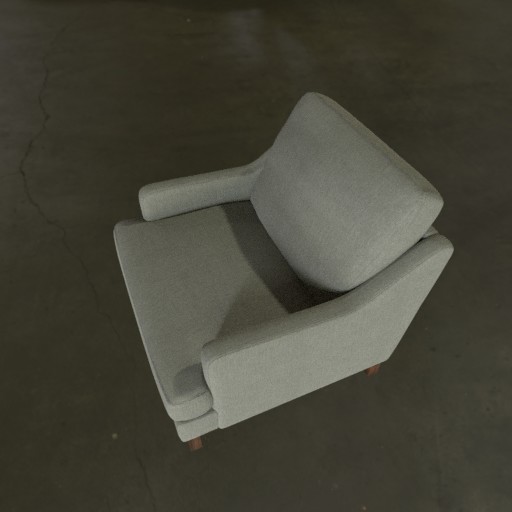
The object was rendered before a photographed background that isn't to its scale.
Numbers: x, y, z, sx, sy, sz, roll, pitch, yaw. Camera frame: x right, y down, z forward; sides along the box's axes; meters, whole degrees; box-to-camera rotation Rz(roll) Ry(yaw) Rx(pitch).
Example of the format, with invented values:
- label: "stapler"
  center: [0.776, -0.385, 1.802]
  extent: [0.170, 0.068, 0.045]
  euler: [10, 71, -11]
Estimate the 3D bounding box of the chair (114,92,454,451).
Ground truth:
- label: "chair"
  center: [0.000, 0.000, 1.547]
  extent: [0.892, 0.821, 0.826]
  euler: [-17, 49, -16]
